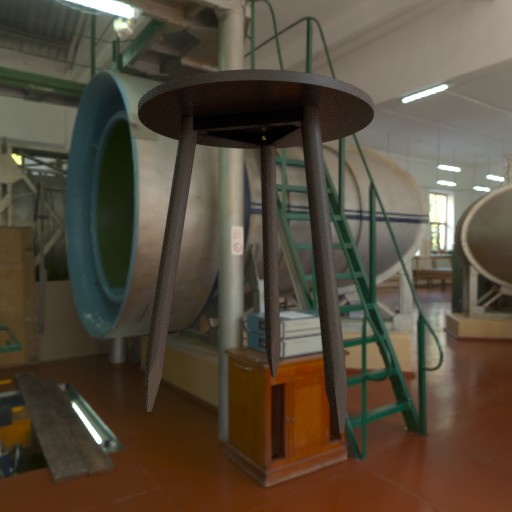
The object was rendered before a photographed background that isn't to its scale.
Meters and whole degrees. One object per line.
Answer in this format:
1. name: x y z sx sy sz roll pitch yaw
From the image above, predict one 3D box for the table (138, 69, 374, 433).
1. table: 0.000 0.000 0.893 0.457 0.585 0.457 0 1 0
